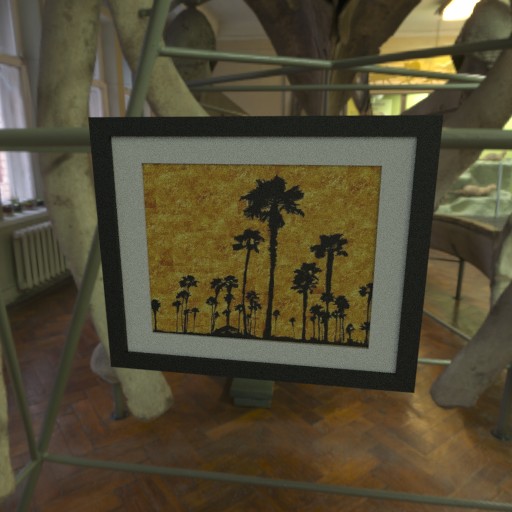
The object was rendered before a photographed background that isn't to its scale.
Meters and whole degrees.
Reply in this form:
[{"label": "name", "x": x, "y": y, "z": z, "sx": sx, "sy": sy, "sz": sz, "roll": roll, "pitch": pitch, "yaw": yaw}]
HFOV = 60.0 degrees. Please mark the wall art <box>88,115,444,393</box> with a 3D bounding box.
[{"label": "wall art", "x": 0.000, "y": 0.000, "z": 0.764, "sx": 0.561, "sy": 0.460, "sz": 0.028, "roll": 2, "pitch": 15, "yaw": 9}]
